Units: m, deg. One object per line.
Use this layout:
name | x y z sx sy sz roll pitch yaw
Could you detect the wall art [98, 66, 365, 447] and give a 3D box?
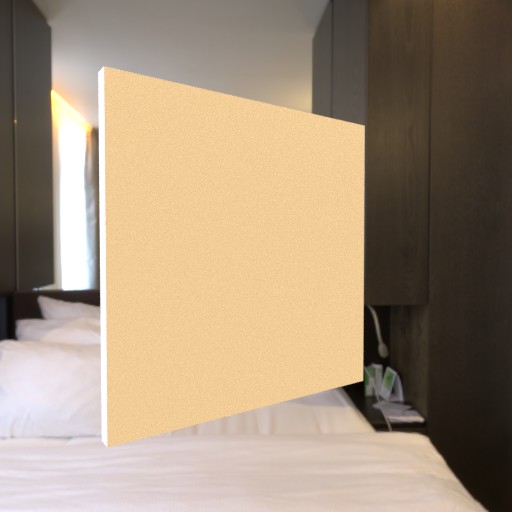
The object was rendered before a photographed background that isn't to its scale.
wall art | 0.000 0.000 0.822 0.559 0.559 0.028 -1 2 -35
